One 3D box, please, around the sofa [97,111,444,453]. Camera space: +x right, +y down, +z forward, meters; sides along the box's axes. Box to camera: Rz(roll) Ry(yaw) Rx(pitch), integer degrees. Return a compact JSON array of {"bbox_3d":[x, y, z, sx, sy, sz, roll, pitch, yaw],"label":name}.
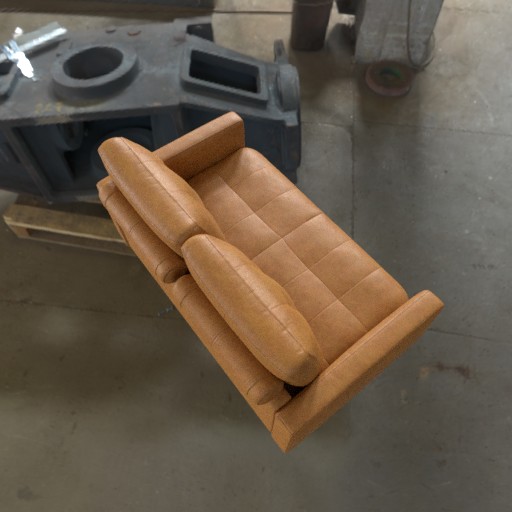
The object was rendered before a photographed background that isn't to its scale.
[{"bbox_3d":[0.000,0.000,2.005,0.868,0.898,1.430,-34,65,-18],"label":"sofa"}]
